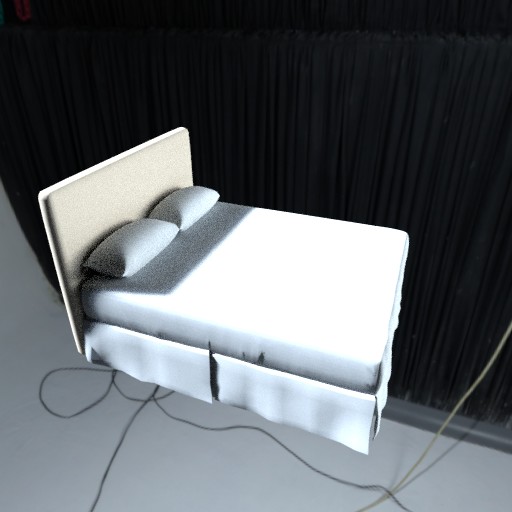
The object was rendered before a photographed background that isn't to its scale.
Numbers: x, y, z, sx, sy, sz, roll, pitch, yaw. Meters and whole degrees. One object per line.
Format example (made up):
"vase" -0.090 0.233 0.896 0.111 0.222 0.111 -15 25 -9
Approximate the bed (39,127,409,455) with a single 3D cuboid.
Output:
"bed" 0.000 0.000 3.247 2.142 1.330 1.748 11 32 18
